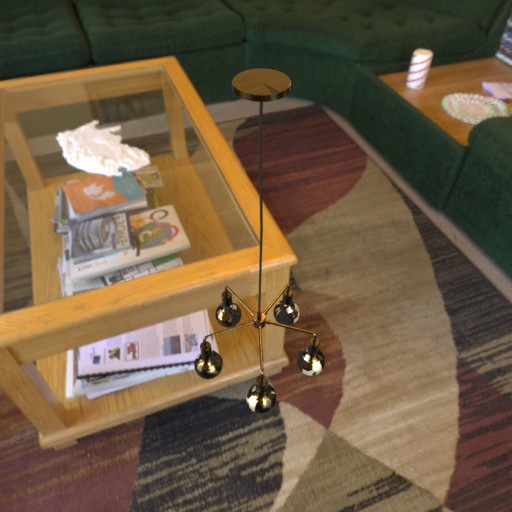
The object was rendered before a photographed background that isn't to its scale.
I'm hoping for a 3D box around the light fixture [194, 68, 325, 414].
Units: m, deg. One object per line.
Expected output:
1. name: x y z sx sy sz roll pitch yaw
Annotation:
1. light fixture: 0.000 0.000 1.202 0.438 0.988 0.421 -30 54 -25
